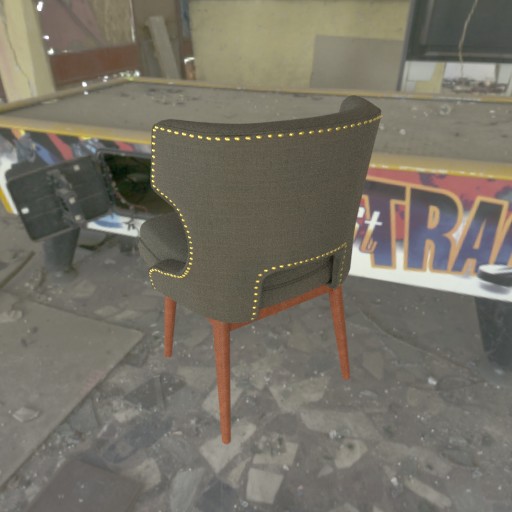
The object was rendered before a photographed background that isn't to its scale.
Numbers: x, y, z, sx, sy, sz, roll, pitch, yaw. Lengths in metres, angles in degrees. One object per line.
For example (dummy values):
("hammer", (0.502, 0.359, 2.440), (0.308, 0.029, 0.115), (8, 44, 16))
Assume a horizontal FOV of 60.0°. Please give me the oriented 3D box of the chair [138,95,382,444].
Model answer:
("chair", (0.000, 0.000, 1.257), (0.595, 0.863, 0.581), (-18, 34, -28))
